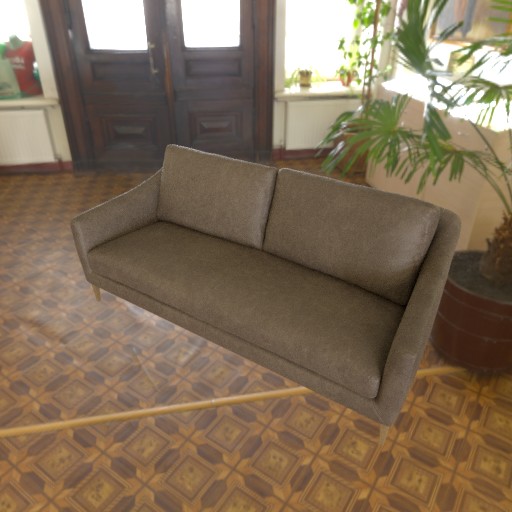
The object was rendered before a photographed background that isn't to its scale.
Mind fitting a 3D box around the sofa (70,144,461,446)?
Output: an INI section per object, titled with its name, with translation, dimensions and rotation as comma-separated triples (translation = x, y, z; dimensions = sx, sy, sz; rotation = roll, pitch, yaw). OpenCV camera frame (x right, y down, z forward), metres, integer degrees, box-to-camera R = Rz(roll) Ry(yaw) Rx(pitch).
[sofa]
translation = 0.000, 0.000, 2.506
dimensions = 2.036, 0.902, 0.960
rotation = 19, 35, 29
